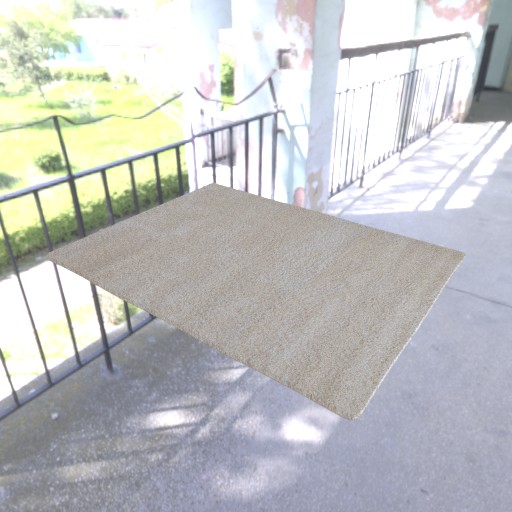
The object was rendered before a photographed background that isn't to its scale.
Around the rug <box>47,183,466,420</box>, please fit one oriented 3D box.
[{"bbox_3d":[0.000,0.000,2.101,1.600,0.025,1.199,20,36,31],"label":"rug"}]
